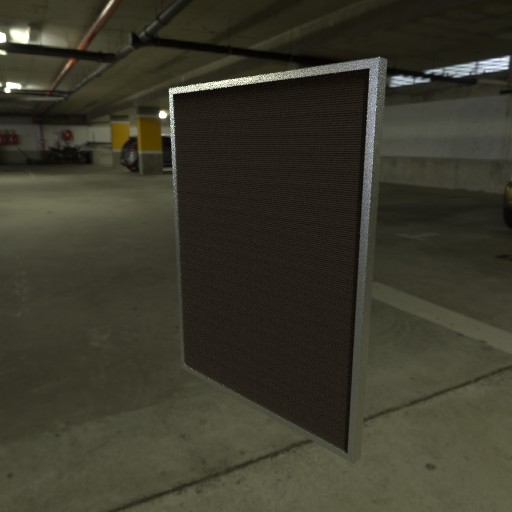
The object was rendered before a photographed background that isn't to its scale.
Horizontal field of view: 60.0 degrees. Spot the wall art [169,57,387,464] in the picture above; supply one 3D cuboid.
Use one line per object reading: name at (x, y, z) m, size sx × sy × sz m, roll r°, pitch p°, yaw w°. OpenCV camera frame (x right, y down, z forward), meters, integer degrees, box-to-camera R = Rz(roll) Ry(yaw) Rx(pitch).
wall art at (0.000, 0.000, 1.399) m, size 0.801 × 1.062 × 0.037 m, roll 13°, pitch 19°, yaw 42°
